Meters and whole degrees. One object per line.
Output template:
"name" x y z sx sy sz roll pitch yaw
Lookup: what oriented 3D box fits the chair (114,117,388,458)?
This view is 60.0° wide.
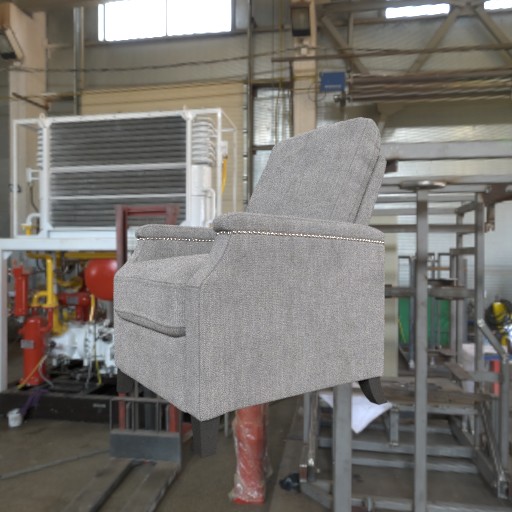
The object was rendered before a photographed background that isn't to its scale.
"chair" 0.000 0.000 1.667 0.922 1.049 0.710 0 0 -35
